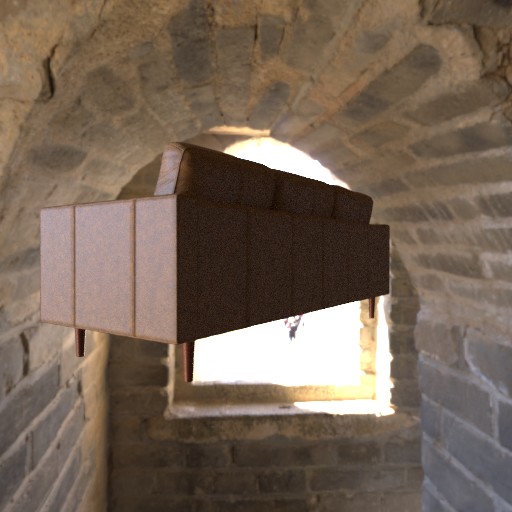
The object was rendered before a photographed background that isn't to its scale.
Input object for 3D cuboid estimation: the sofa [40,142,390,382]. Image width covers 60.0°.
[{"bbox_3d":[0.000,0.000,2.679,0.903,0.930,2.231,0,1,35],"label":"sofa"}]
